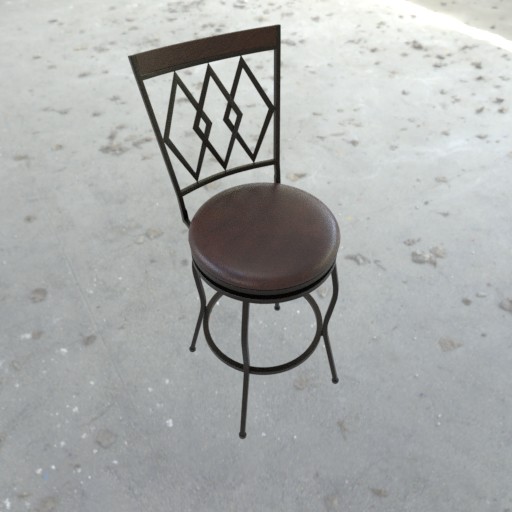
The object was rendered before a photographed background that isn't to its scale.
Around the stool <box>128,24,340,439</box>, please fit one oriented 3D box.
[{"bbox_3d":[0.000,0.000,1.360,0.432,1.134,0.521,-23,50,-21],"label":"stool"}]
